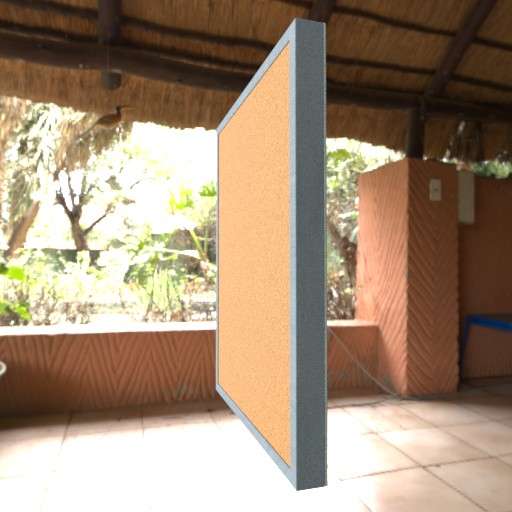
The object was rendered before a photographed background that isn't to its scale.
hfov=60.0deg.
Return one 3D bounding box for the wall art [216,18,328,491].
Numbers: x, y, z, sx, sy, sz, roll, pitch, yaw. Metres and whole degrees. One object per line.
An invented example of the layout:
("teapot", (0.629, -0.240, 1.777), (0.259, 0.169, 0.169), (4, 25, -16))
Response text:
("wall art", (0.000, 0.000, 0.676), (0.037, 0.509, 0.409), (0, -1, -17))
